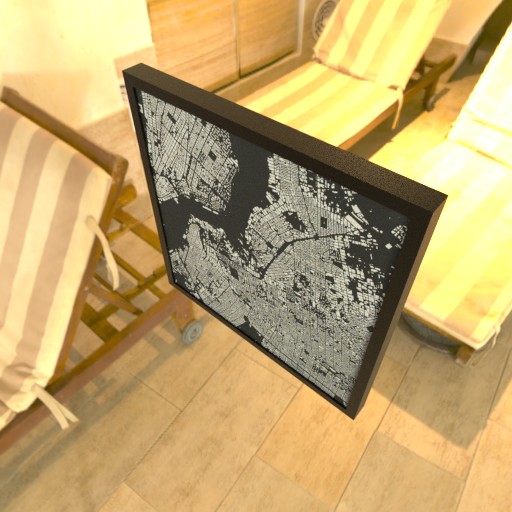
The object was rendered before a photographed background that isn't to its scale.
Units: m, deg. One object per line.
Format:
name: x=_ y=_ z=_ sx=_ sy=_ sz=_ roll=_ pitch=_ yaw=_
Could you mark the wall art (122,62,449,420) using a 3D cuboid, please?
wall art: x=0.000 y=0.000 z=0.757 sx=0.506 sy=0.506 sz=0.038 roll=32 pitch=54 yaw=26
